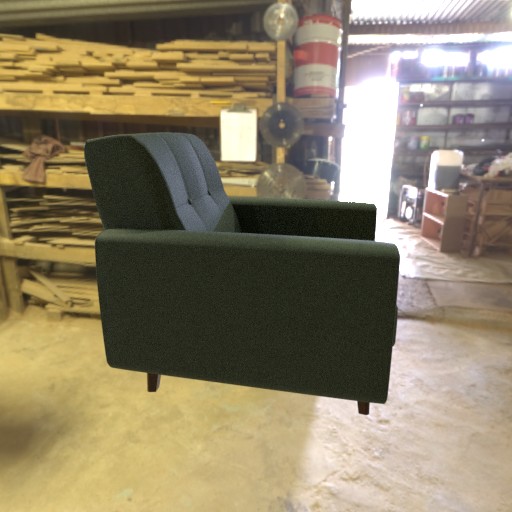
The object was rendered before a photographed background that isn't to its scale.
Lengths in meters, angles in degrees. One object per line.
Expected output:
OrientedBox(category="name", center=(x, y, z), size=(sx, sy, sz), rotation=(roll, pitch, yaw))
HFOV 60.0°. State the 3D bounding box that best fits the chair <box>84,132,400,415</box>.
OrientedBox(category="chair", center=(0.000, 0.000, 1.563), size=(0.909, 0.841, 0.831), rotation=(3, 16, 10))
